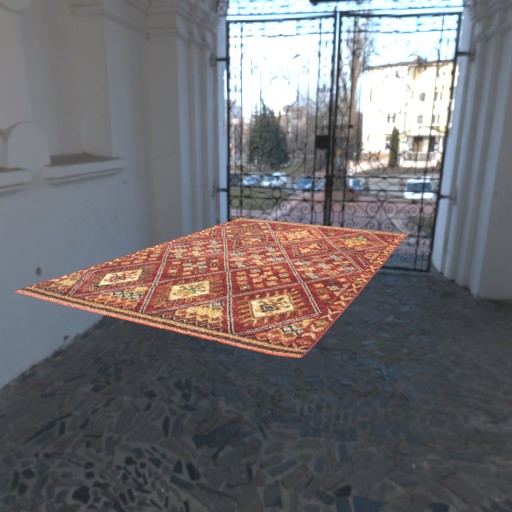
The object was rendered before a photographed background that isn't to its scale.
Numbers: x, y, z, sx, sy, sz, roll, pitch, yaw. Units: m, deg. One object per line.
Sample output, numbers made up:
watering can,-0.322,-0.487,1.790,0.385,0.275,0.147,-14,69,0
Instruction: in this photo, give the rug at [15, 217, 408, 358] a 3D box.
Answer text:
rug,0.000,0.000,2.833,1.521,0.026,2.286,8,17,26
